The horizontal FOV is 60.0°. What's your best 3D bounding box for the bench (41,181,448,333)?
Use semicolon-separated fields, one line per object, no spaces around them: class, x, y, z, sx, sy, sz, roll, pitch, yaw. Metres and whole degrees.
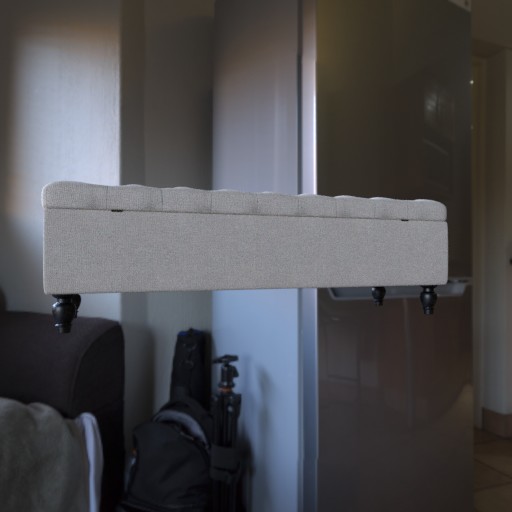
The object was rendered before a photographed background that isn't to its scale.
bench;0.000;0.000;1.734;1.480;0.467;0.455;0;0;-19
